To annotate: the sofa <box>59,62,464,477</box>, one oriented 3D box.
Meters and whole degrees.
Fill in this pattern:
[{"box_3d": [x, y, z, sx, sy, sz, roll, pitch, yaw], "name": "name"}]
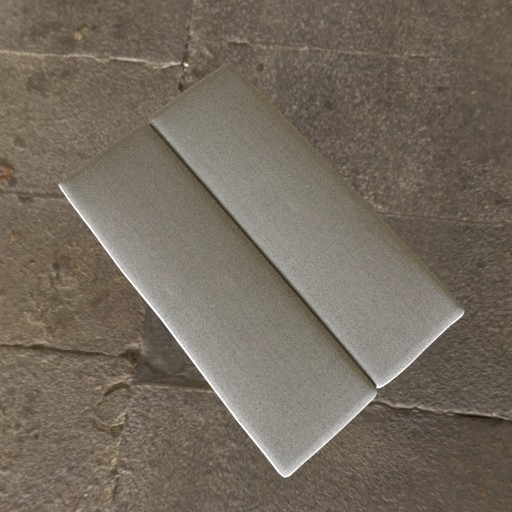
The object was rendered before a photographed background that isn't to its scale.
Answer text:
[{"box_3d": [0.000, 0.000, 1.672, 0.817, 0.434, 1.250, -39, 79, -9], "name": "sofa"}]
